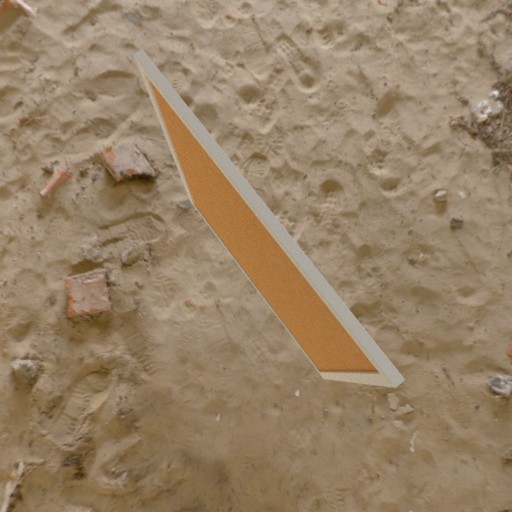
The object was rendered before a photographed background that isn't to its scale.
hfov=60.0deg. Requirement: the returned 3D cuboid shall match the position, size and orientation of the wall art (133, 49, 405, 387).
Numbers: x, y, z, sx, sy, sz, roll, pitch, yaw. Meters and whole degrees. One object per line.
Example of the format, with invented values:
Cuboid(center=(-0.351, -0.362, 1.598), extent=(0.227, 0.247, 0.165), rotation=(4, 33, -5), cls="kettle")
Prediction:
Cuboid(center=(0.000, 0.000, 0.685), extent=(0.012, 0.457, 0.457), rotation=(-36, 78, -9), cls="wall art")
